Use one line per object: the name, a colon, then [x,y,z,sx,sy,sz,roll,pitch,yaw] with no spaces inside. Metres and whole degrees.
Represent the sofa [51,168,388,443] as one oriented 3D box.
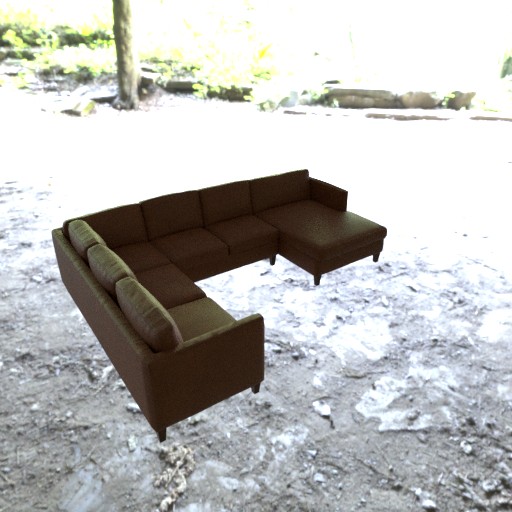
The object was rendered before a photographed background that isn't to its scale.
sofa: [0.000,0.000,4.659,3.460,0.923,2.593,-18,32,-31]
